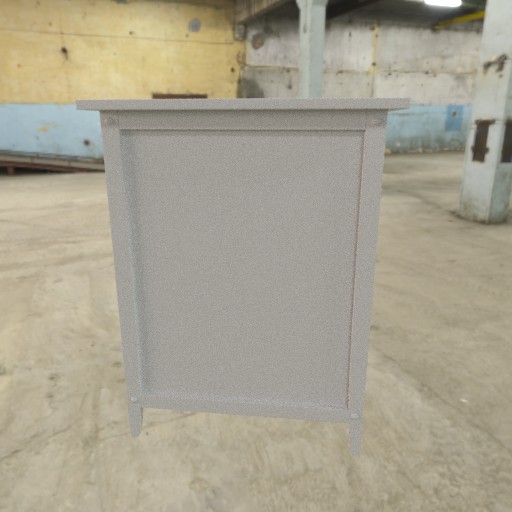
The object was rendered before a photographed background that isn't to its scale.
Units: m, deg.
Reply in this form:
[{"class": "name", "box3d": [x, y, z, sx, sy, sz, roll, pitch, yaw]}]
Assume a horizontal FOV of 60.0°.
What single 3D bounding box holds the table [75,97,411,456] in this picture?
[{"class": "table", "box3d": [0.000, 0.000, 0.747, 0.381, 0.483, 0.381, 2, 17, 7]}]
